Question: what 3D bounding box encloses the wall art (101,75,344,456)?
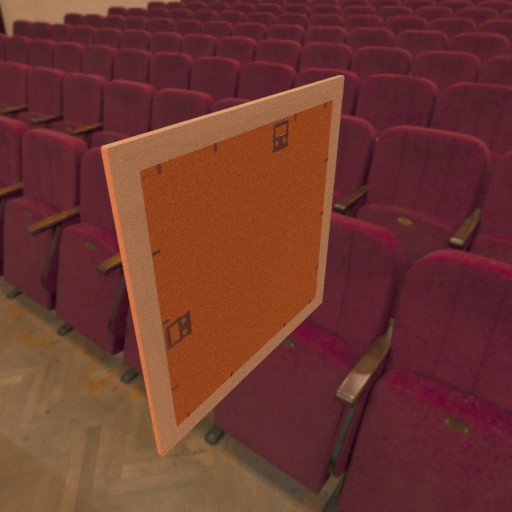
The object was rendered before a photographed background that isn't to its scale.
[{"bbox_3d":[0.000,0.000,0.866,0.013,0.584,0.584,22,38,31],"label":"wall art"}]
